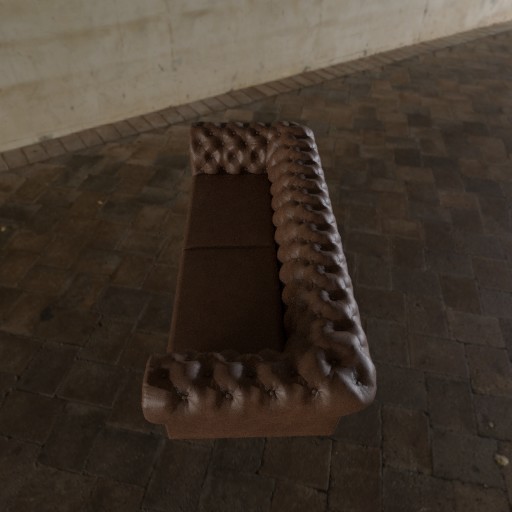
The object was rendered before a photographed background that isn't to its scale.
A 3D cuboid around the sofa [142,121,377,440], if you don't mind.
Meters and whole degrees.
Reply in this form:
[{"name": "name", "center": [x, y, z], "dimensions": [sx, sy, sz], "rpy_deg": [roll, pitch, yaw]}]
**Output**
[{"name": "sofa", "center": [0.000, 0.000, 2.756], "dimensions": [0.944, 0.783, 2.385], "rpy_deg": [-1, 42, -1]}]
